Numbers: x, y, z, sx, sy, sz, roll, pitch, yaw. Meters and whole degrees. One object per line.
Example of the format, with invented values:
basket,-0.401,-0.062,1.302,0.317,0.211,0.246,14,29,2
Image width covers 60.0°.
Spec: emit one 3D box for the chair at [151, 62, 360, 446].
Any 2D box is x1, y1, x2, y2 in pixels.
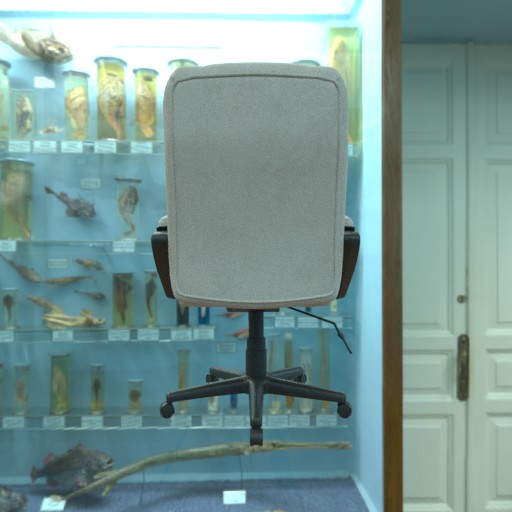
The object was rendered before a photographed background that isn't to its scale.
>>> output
chair,0.000,0.000,1.576,0.667,1.105,0.724,0,0,0
